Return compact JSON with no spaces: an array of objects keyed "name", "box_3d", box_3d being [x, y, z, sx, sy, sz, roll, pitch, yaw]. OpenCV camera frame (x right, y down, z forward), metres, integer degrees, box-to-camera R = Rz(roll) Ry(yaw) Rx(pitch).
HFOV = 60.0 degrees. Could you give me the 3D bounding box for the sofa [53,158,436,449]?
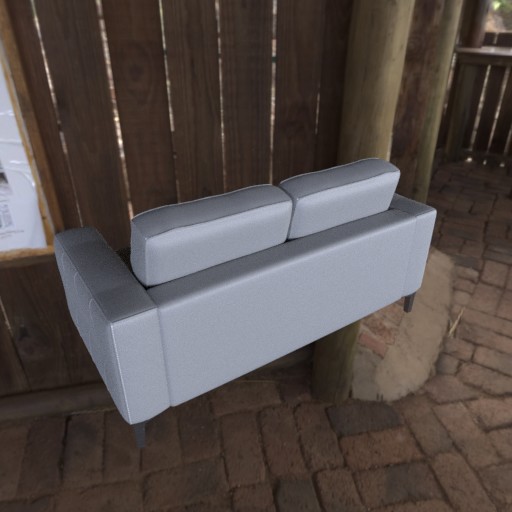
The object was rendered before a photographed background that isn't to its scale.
[{"name":"sofa","box_3d":[0.000,0.000,2.224,1.726,0.892,0.833,-18,34,-29]}]
